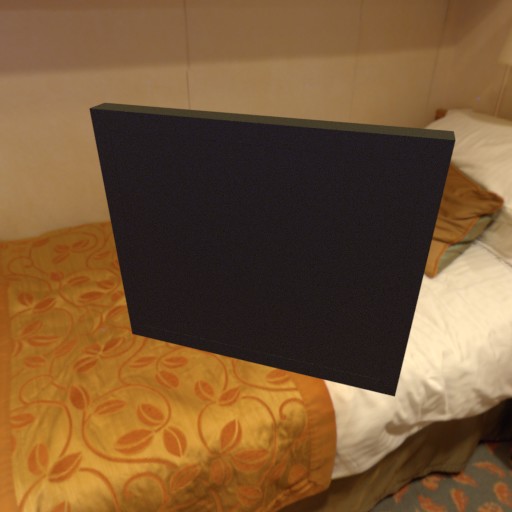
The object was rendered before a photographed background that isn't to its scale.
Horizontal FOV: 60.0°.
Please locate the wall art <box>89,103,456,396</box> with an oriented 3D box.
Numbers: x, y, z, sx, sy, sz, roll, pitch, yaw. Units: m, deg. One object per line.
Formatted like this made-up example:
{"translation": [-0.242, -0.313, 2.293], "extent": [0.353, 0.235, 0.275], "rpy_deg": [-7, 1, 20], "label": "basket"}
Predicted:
{"translation": [0.000, 0.000, 0.540], "extent": [0.381, 0.330, 0.029], "rpy_deg": [10, 33, 15], "label": "wall art"}
